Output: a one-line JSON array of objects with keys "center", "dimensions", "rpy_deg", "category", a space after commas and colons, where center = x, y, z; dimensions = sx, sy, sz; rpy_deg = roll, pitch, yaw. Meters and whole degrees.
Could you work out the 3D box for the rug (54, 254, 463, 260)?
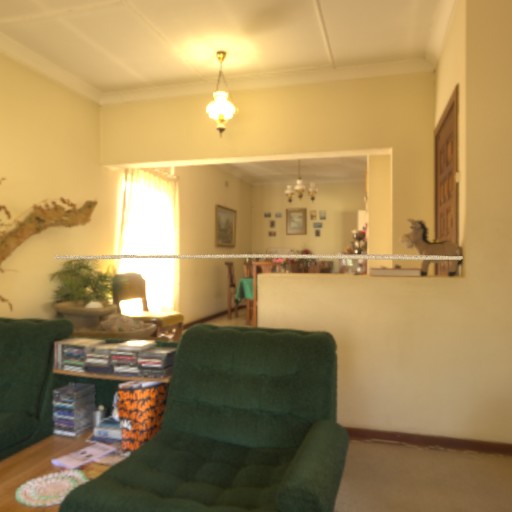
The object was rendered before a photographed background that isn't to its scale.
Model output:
[{"center": [0.000, 0.000, 2.878], "dimensions": [1.624, 0.030, 2.264], "rpy_deg": [0, 0, -1], "category": "rug"}]
